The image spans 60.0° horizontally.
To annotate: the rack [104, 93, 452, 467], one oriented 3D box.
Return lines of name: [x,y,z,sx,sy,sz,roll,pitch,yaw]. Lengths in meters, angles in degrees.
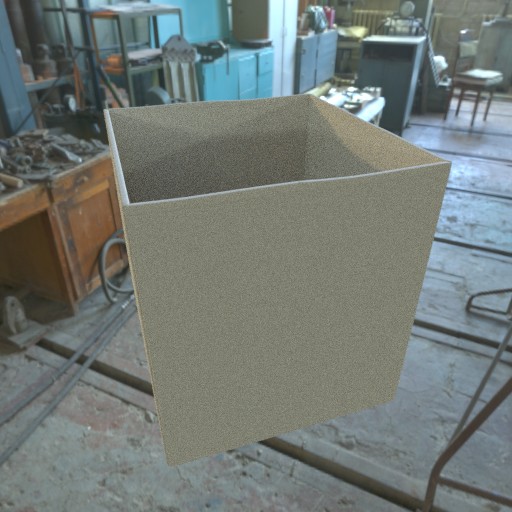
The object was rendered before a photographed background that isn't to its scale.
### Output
rack: [0.000,0.000,0.493,0.270,0.280,0.270,-10,33,-16]
